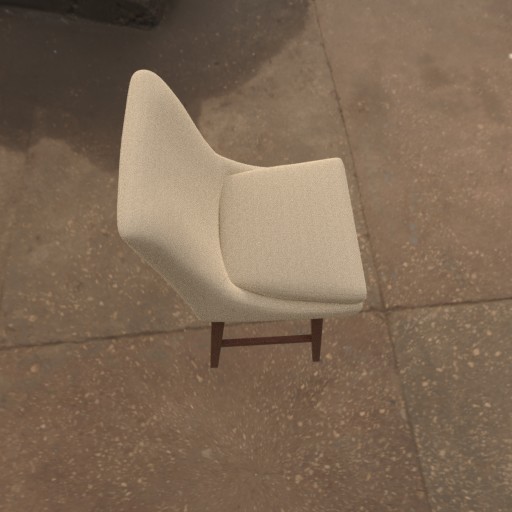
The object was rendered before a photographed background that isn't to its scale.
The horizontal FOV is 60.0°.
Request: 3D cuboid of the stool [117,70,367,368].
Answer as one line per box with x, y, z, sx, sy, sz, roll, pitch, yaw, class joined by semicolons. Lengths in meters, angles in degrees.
0.000;0.000;1.390;0.559;1.093;0.483;-3;64;-1;stool
